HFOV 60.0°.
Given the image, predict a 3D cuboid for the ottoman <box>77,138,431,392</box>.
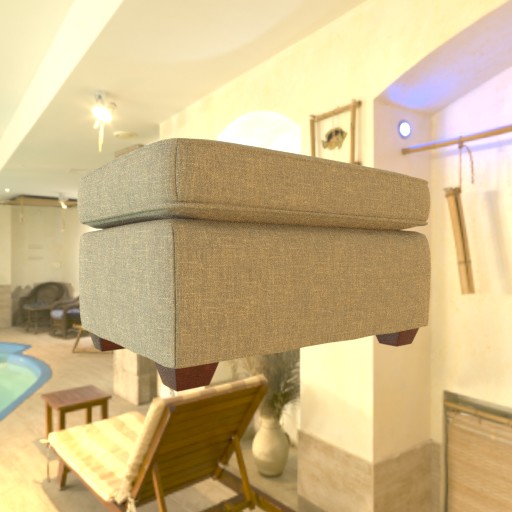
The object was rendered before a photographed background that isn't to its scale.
[{"bbox_3d":[0.000,0.000,1.125,0.762,0.457,0.559,0,0,-37],"label":"ottoman"}]
